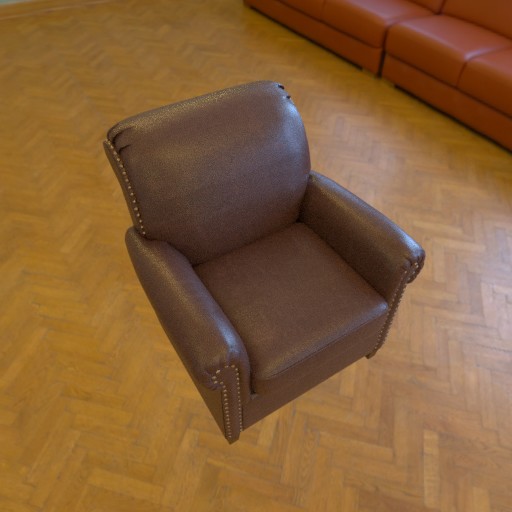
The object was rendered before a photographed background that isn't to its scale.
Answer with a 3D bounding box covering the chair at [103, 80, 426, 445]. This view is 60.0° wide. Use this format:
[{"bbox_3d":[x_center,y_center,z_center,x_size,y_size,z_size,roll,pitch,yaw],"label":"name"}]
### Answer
[{"bbox_3d":[0.000,0.000,1.619,0.854,0.927,0.890,-24,51,-21],"label":"chair"}]
